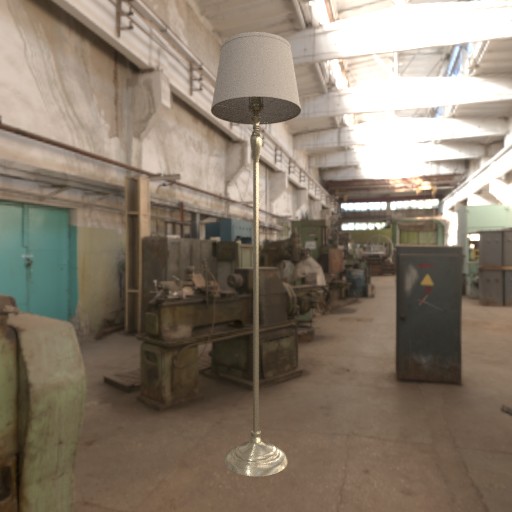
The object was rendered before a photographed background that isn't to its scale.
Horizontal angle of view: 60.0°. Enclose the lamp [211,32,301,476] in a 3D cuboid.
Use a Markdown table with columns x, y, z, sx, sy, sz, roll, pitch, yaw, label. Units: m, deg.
| x | y | z | sx | sy | sz | roll | pitch | yaw | label |
| --- | --- | --- | --- | --- | --- | --- | --- | --- | --- |
| 0.000 | 0.000 | 1.623 | 0.327 | 1.506 | 0.327 | 0 | 1 | 19 | lamp |
